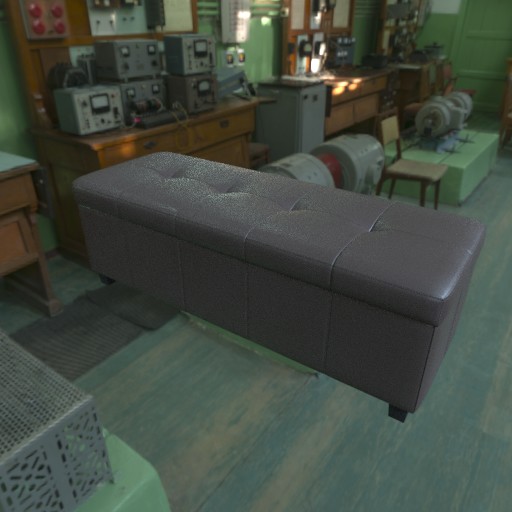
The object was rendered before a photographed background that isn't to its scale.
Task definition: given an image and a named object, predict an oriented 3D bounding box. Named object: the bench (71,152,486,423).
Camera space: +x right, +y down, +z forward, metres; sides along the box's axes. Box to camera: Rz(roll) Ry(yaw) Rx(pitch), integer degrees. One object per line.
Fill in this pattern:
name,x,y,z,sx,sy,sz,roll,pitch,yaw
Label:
bench,0.000,0.000,1.415,1.219,0.417,0.450,18,34,30
